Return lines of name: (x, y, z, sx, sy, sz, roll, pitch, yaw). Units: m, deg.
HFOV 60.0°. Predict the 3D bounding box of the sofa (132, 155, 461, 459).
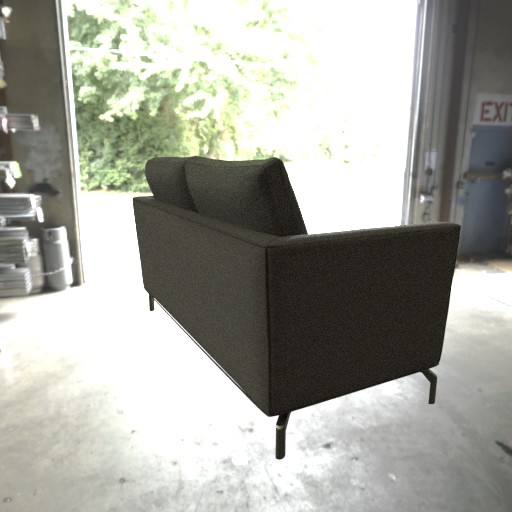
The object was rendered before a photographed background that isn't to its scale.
sofa: (0.000, 0.000, 2.090, 0.803, 0.924, 1.594, -7, 14, -27)
